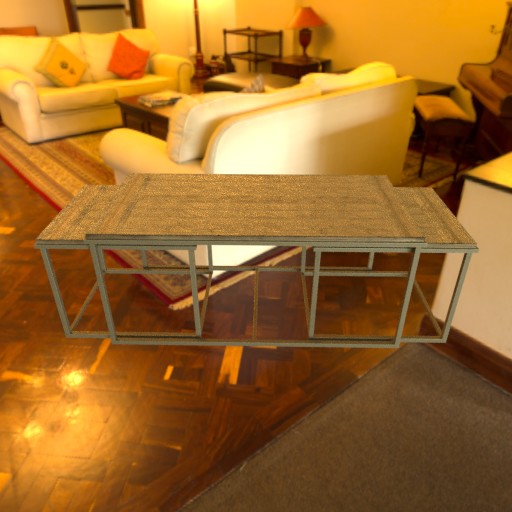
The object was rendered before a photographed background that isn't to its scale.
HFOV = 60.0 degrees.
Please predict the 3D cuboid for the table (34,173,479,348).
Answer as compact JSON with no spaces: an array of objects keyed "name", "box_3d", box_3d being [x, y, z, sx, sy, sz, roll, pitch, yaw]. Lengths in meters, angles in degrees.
[{"name":"table","box_3d":[0.000,0.000,1.573,1.312,0.427,0.489,1,32,1]}]
